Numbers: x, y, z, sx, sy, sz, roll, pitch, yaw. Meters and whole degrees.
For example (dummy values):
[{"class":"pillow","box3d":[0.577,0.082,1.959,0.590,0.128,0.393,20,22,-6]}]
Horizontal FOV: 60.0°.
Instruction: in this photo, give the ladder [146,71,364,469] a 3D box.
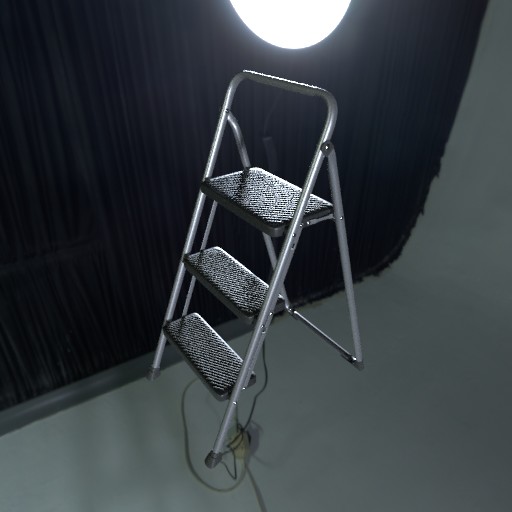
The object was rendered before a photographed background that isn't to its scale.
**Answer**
[{"class":"ladder","box3d":[0.000,0.000,1.274,0.629,0.945,0.430,-21,37,-30]}]
